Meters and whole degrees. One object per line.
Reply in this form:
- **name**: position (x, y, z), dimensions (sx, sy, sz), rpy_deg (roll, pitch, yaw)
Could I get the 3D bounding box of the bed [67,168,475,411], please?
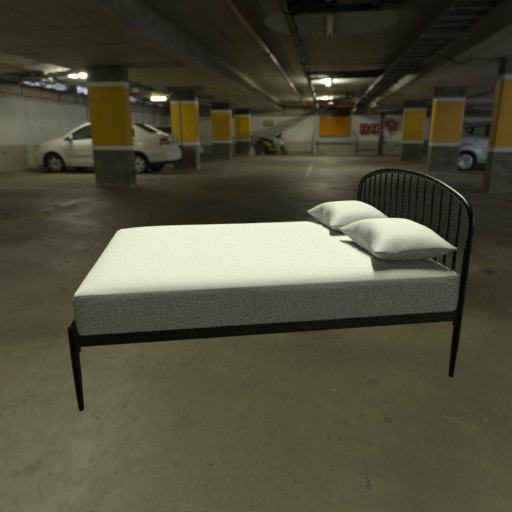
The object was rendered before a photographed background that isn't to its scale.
- **bed**: position (0.000, 0.000, 3.095), dimensions (2.159, 1.166, 1.618), rpy_deg (-2, 15, -9)
